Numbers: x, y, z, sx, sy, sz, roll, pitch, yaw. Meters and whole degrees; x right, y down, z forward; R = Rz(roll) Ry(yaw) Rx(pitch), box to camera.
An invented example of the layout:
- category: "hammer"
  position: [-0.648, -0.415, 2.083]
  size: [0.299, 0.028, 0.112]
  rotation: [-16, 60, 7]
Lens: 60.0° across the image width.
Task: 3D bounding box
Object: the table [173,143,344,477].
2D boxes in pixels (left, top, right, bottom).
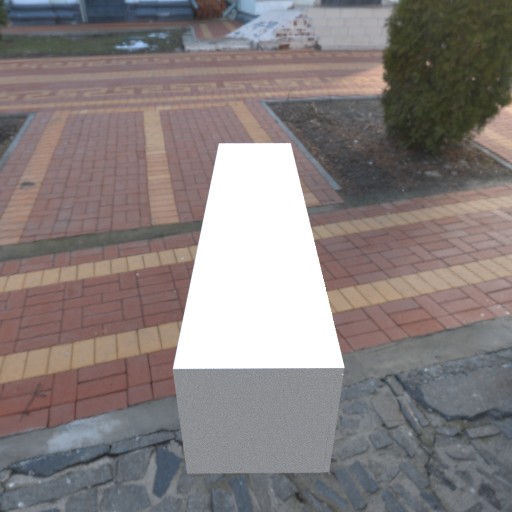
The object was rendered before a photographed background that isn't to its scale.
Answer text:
- category: "table"
  position: [0.000, 0.000, 1.817]
  size: [0.390, 0.420, 1.650]
  rotation: [0, 32, 0]
